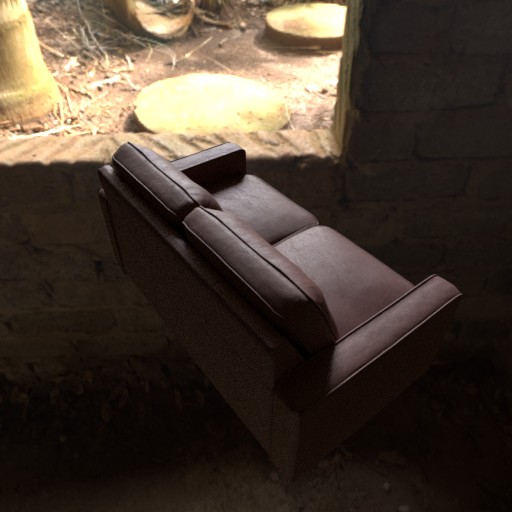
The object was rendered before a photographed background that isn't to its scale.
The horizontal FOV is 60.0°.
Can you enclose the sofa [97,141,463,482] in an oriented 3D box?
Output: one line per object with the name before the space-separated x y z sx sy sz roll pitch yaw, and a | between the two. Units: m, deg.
sofa | 0.000 0.000 2.237 0.947 0.918 1.709 -27 48 -27
